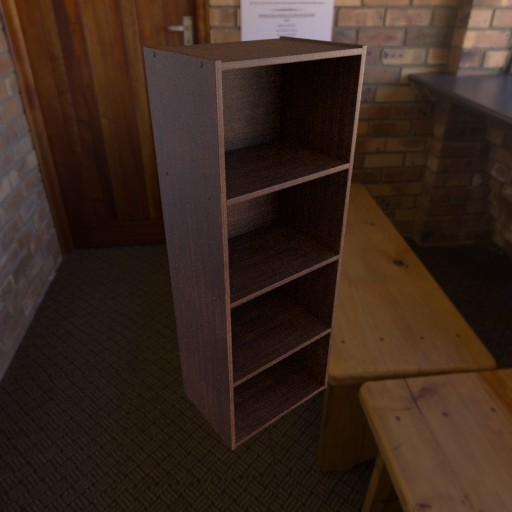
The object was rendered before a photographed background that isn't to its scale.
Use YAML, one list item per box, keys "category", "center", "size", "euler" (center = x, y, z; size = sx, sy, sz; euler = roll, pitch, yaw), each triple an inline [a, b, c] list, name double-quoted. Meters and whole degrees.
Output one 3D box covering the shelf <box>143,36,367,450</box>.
- category: "shelf"
  center: [0.000, 0.000, 1.277]
  size: [0.415, 1.099, 0.290]
  euler: [-22, 37, -32]
